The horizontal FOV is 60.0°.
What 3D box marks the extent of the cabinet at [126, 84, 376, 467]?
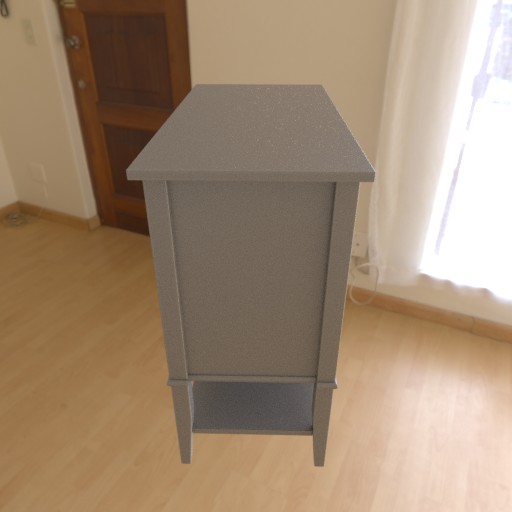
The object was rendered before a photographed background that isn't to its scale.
[{"bbox_3d":[0.000,0.000,1.242,0.396,0.780,0.801,1,30,1],"label":"cabinet"}]
